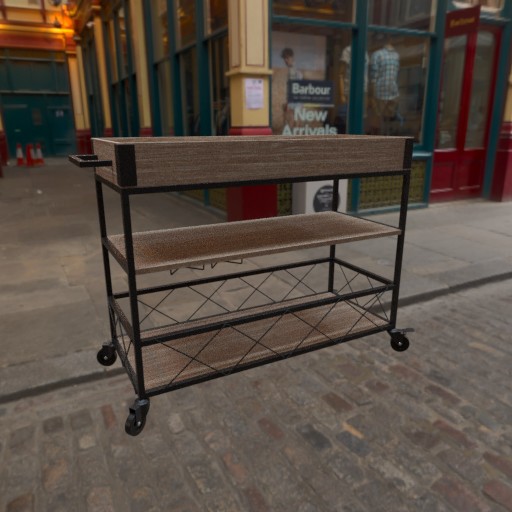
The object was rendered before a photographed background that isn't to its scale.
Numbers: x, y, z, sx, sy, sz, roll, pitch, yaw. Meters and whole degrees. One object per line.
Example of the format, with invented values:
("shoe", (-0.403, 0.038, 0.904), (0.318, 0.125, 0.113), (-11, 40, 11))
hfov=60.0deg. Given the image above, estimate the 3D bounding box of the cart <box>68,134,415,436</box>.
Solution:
("cart", (0.000, 0.000, 1.527), (1.101, 0.787, 0.500), (-9, 19, -27))
